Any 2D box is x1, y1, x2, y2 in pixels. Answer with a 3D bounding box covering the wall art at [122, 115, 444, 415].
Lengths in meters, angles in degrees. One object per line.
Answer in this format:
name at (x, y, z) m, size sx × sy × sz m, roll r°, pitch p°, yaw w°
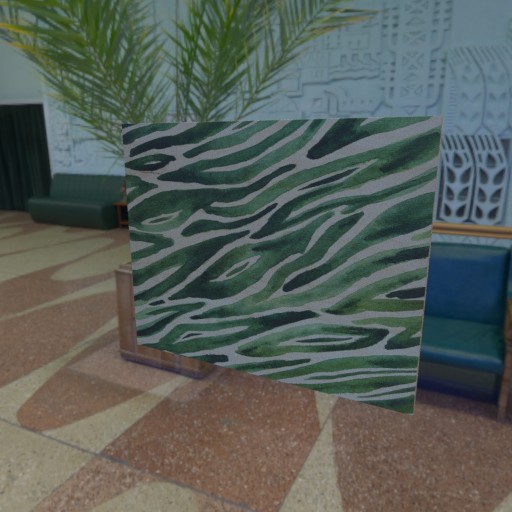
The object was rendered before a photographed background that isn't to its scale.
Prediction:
wall art at (0.000, 0.000, 0.698) m, size 0.508 × 0.408 × 0.012 m, roll 7°, pitch 16°, yaw 26°
